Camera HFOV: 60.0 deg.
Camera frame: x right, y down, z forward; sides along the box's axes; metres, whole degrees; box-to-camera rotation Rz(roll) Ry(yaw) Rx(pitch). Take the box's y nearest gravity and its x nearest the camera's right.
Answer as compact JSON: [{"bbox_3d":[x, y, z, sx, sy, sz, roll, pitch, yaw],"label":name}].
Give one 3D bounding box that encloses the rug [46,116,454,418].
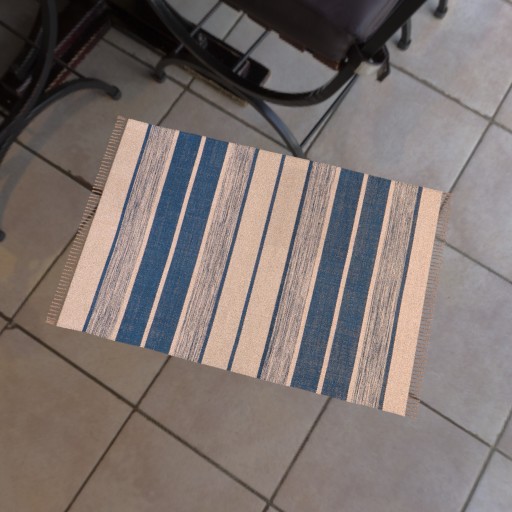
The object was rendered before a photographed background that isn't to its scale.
[{"bbox_3d":[0.000,0.000,2.975,2.441,0.010,1.532,14,78,3],"label":"rug"}]
